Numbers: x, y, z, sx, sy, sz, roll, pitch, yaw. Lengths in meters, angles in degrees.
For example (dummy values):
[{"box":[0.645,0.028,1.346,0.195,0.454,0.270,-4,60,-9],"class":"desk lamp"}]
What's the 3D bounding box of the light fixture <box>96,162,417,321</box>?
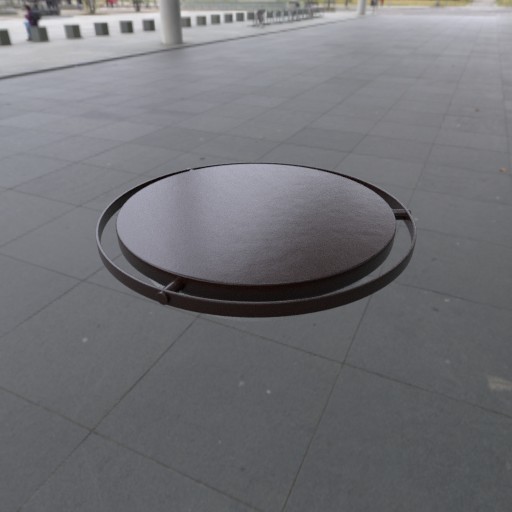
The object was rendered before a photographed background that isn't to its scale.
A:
[{"box":[0.000,0.000,0.552,0.361,0.130,0.361,0,31,0],"class":"light fixture"}]
